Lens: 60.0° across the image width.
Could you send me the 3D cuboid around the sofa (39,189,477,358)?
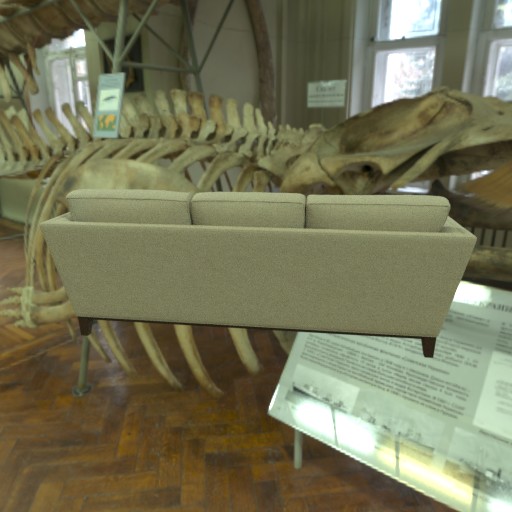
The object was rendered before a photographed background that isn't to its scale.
[{"bbox_3d":[0.000,0.000,2.926,2.388,0.940,0.965,2,17,7],"label":"sofa"}]
